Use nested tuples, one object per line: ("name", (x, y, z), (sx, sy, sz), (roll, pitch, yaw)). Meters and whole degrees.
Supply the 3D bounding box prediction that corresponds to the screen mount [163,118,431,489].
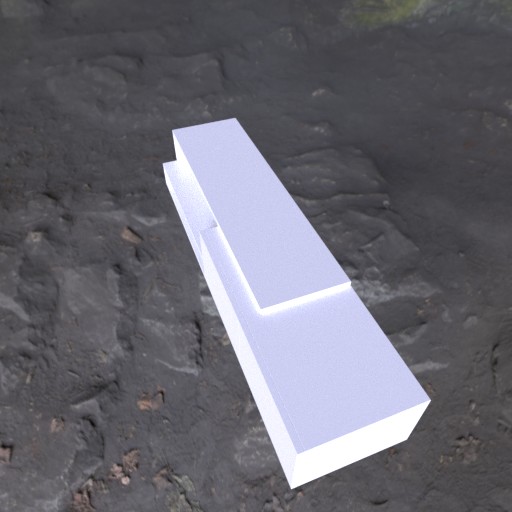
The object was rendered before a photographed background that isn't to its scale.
("screen mount", (0.000, 0.000, 1.857), (0.420, 0.320, 1.680), (-16, 48, -15))
